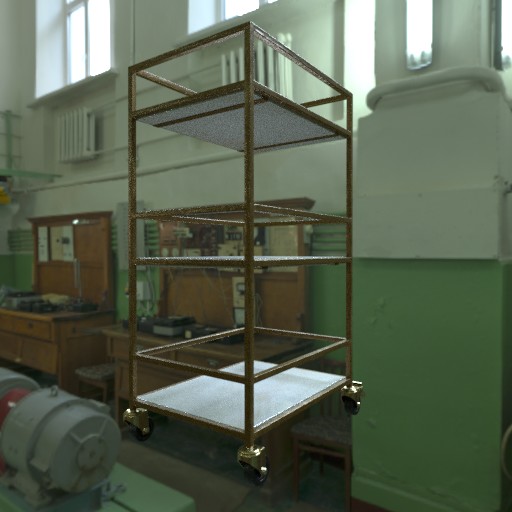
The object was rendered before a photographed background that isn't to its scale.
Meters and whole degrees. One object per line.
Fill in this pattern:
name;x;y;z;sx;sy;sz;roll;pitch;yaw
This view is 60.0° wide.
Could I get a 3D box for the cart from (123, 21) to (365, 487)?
cart;0.000;0.000;0.988;0.332;0.761;0.483;0;1;36
